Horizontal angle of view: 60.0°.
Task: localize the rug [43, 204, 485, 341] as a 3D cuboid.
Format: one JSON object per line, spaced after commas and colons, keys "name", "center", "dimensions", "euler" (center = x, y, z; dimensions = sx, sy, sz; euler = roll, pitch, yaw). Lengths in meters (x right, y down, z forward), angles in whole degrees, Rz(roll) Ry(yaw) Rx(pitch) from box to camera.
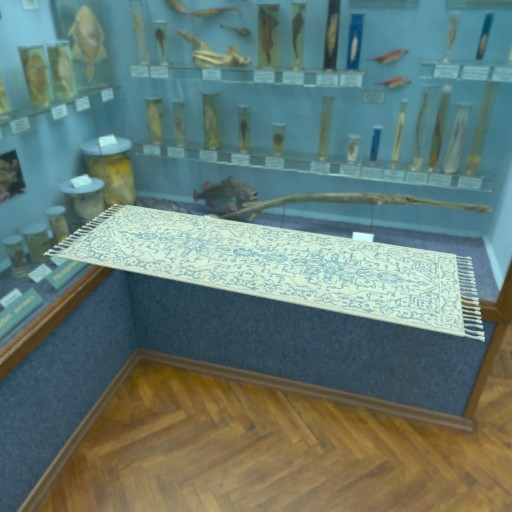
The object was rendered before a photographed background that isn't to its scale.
{"name": "rug", "center": [0.000, 0.000, 2.647], "dimensions": [2.449, 0.011, 0.774], "euler": [10, 33, 15]}
